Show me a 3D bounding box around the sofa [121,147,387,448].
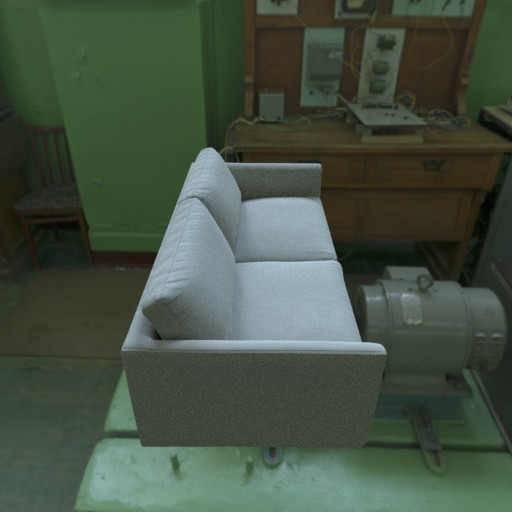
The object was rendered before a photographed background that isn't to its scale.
[{"bbox_3d":[0.000,0.000,2.842,1.090,0.838,2.588,0,31,0],"label":"sofa"}]
